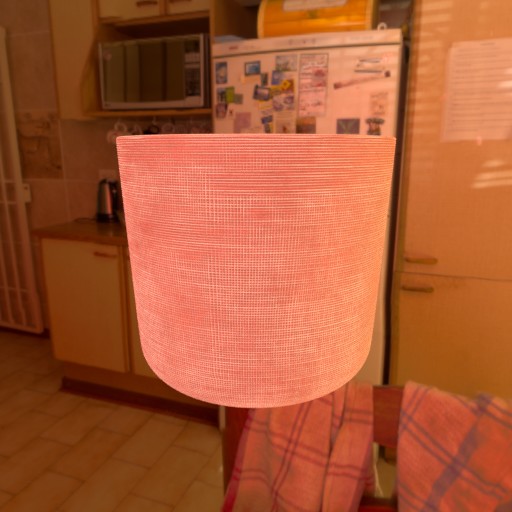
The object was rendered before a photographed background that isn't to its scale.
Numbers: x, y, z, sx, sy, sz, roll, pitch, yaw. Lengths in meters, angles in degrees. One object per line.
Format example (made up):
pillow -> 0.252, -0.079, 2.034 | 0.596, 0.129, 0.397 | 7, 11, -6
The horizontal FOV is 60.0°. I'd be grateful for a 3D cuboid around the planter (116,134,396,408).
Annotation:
planter -> 0.000, 0.000, 0.775 | 0.440, 0.398, 0.440 | 0, 14, 0
